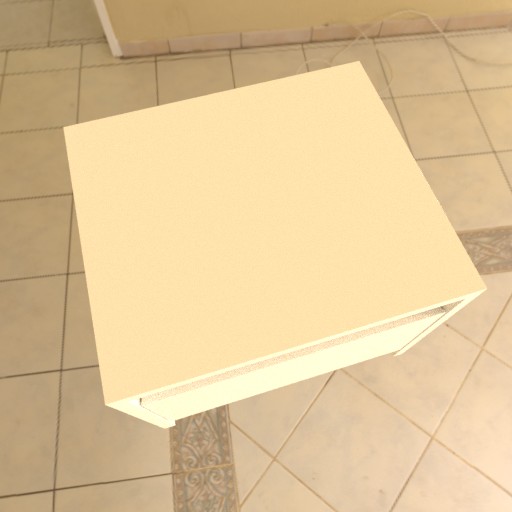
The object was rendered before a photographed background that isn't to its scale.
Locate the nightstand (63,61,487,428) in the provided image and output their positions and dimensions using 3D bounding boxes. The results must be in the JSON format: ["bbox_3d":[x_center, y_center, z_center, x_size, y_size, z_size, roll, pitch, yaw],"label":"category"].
[{"bbox_3d":[0.000,0.000,0.757,0.470,0.351,0.408,-15,66,-7],"label":"nightstand"}]
